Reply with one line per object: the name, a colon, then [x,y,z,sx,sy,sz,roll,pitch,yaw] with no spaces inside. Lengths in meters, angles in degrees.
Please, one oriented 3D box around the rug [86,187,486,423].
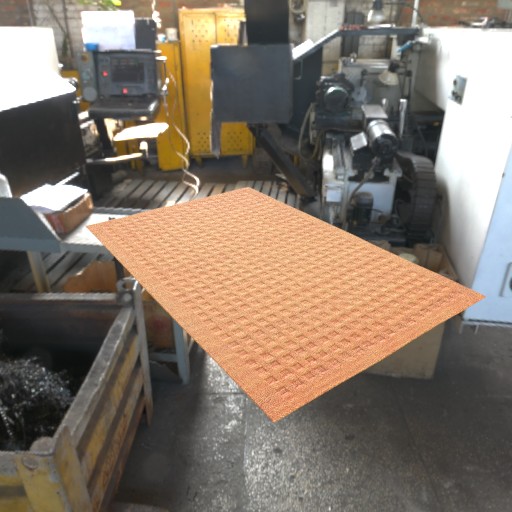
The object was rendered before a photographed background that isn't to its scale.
rug: [0.000,0.000,2.205,1.143,0.006,1.747,-19,33,-31]
